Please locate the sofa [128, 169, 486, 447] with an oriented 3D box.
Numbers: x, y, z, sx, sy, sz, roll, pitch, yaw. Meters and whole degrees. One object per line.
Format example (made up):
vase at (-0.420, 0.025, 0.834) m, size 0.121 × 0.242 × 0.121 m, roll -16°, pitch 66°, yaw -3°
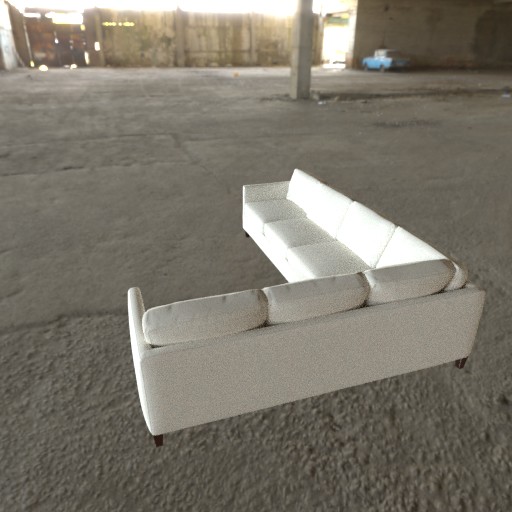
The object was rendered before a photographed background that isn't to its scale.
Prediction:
sofa at (0.000, 0.000, 4.435) m, size 2.593 × 0.947 × 3.302 m, roll -8°, pitch 27°, yaw -17°
